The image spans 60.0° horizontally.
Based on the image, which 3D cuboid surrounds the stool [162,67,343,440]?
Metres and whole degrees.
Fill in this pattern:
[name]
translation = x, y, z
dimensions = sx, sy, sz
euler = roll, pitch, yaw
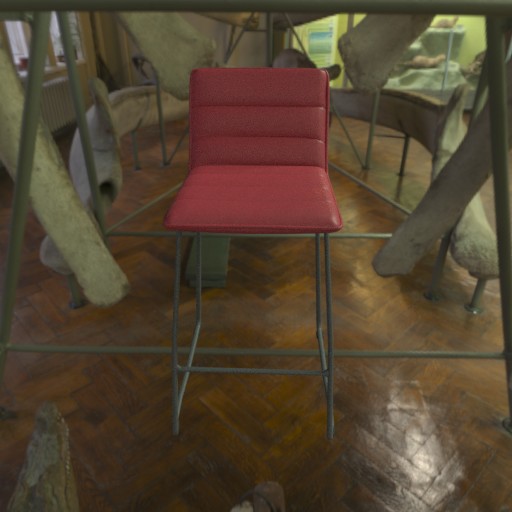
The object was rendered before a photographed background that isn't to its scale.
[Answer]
[stool]
translation = 0.000, 0.000, 1.257
dimensions = 0.489, 0.937, 0.524
euler = 1, 30, 2
